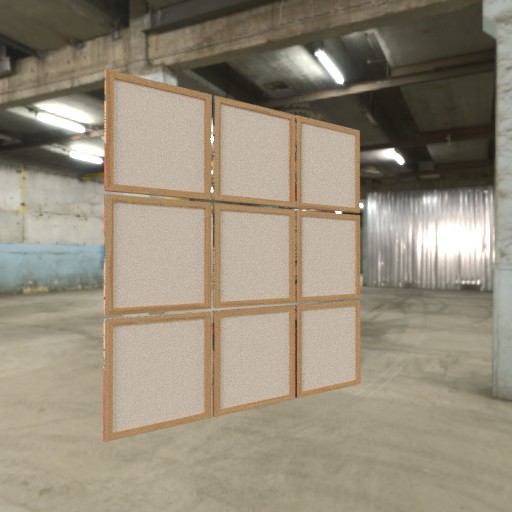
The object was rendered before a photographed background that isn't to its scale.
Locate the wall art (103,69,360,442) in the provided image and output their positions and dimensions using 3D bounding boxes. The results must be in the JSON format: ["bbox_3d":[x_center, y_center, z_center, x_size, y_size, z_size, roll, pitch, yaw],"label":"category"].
[{"bbox_3d":[0.000,0.000,1.346,0.904,0.913,0.013,0,-1,-35],"label":"wall art"}]
